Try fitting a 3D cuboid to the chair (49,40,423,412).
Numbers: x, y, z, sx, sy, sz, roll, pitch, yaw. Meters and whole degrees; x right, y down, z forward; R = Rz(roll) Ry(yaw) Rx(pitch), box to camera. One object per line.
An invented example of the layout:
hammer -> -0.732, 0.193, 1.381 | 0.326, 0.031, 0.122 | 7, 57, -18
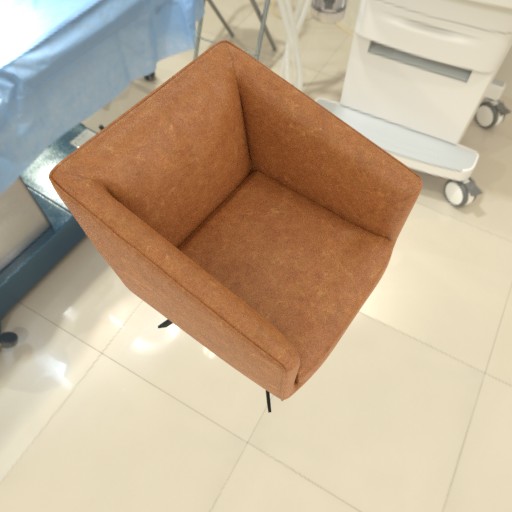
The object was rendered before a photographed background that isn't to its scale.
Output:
chair -> 0.000, 0.000, 1.222 | 0.625, 0.760, 0.588 | 32, 64, 18
